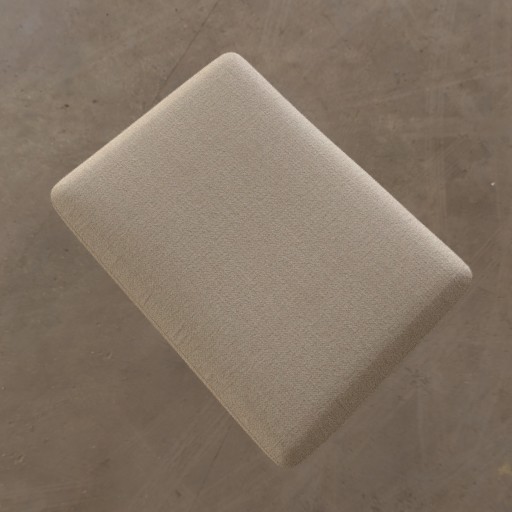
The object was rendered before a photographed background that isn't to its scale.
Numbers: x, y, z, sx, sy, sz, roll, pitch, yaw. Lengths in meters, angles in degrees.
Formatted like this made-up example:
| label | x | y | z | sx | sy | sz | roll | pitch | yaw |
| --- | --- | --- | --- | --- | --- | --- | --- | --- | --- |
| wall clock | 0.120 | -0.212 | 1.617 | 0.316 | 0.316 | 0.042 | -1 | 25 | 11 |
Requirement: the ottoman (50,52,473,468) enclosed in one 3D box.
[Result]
| label | x | y | z | sx | sy | sz | roll | pitch | yaw |
| --- | --- | --- | --- | --- | --- | --- | --- | --- | --- |
| ottoman | 0.000 | 0.000 | 1.229 | 0.637 | 0.478 | 0.885 | -42 | 79 | -10 |
